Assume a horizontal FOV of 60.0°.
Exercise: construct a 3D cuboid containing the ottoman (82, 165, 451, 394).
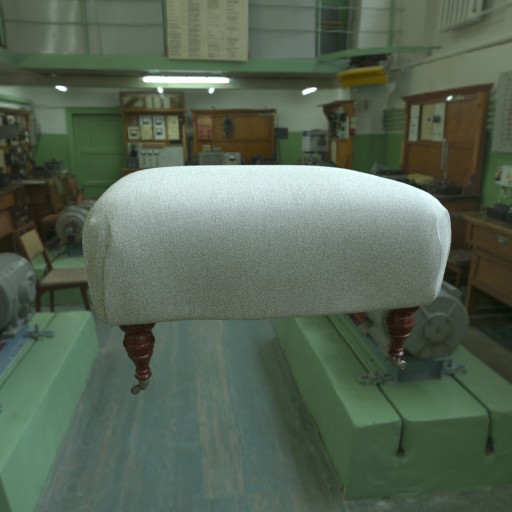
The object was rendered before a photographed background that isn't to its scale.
[{"bbox_3d":[0.000,0.000,1.136,0.747,0.450,0.622,-3,16,-9],"label":"ottoman"}]
